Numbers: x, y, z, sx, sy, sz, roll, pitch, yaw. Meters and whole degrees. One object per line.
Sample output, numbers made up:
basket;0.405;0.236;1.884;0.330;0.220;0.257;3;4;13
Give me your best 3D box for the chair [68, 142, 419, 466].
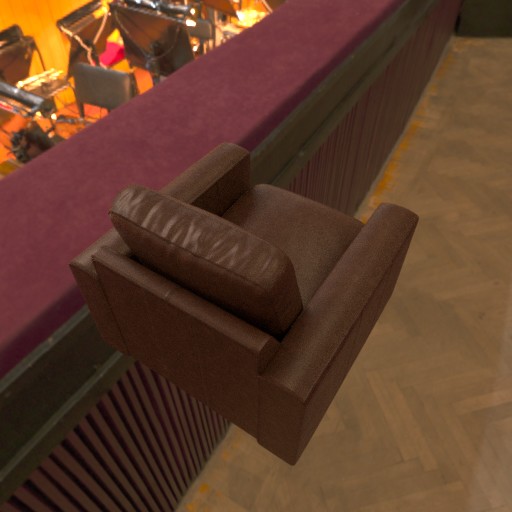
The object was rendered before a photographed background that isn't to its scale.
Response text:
chair;0.000;0.000;1.817;1.005;0.873;1.016;26;52;22
